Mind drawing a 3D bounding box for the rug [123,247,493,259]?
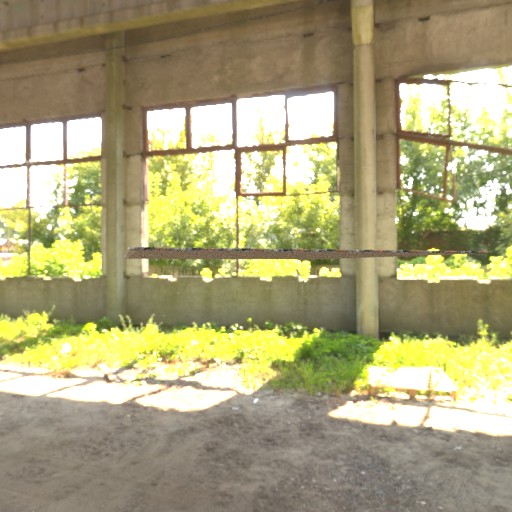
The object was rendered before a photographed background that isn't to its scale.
[{"bbox_3d":[0.000,0.000,2.242,1.278,0.009,1.730,0,-1,-17],"label":"rug"}]
